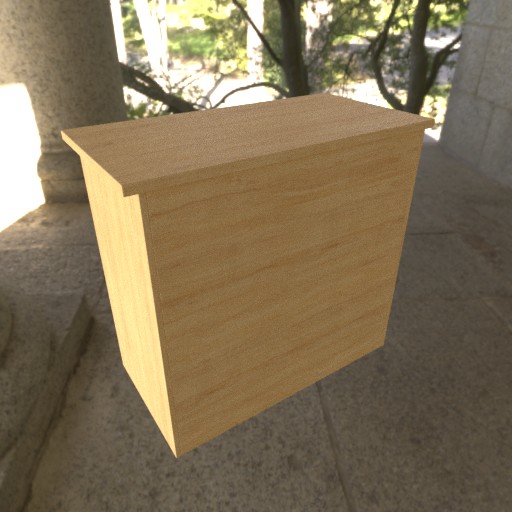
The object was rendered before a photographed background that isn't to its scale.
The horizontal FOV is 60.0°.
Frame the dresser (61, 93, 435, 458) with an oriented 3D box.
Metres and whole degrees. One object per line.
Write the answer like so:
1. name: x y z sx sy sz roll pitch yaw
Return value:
1. dresser: 0.000 0.000 1.243 0.800 0.730 0.410 -19 35 -29
